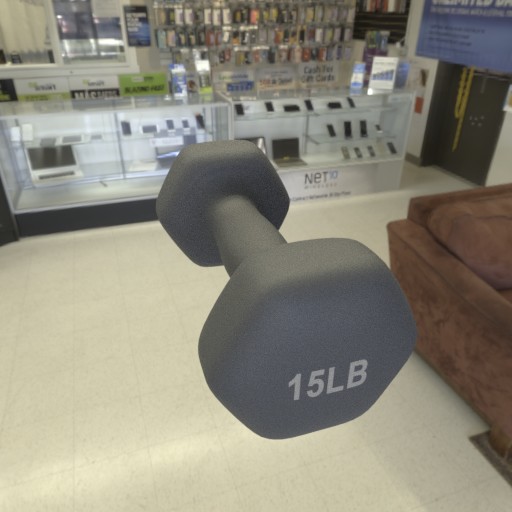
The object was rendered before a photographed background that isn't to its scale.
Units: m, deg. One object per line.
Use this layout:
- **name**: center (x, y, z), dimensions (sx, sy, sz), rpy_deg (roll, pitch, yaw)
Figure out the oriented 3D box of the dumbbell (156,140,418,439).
- **dumbbell**: center (0.000, 0.000, 0.305), dimensions (0.116, 0.105, 0.240), rpy_deg (-9, 31, -15)
